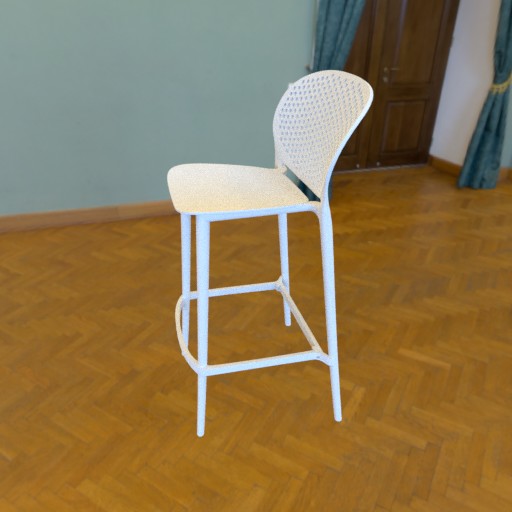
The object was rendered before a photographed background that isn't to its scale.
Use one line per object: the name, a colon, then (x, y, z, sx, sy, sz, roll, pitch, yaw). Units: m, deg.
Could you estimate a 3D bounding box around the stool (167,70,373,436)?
stool: (0.000, 0.000, 1.385, 0.535, 1.045, 0.536, -8, 31, -13)
